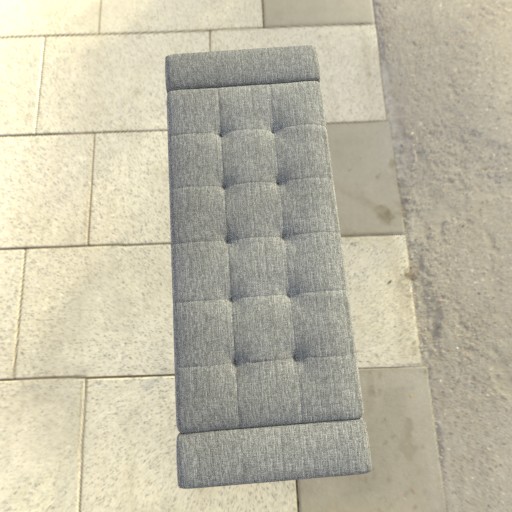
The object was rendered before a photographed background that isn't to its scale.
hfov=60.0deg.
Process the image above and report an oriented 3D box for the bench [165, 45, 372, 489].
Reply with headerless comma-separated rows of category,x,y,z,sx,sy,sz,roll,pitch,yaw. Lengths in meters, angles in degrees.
bench,0.000,0.000,1.482,0.508,0.445,1.296,-4,75,-1
